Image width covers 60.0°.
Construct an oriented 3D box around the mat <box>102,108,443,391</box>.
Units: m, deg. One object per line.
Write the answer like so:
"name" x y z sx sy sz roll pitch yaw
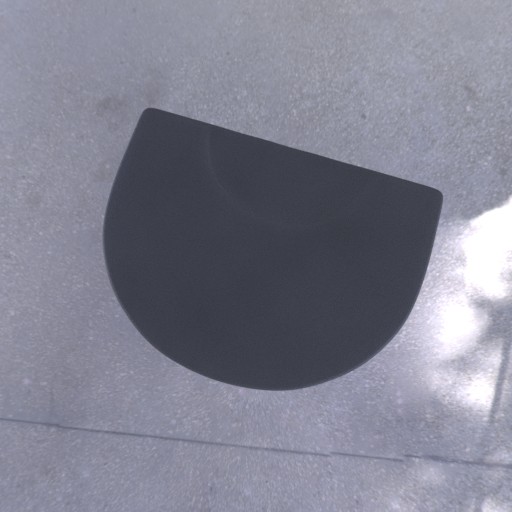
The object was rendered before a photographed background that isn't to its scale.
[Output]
"mat" 0.000 0.000 1.619 1.220 0.016 0.917 17 77 4
